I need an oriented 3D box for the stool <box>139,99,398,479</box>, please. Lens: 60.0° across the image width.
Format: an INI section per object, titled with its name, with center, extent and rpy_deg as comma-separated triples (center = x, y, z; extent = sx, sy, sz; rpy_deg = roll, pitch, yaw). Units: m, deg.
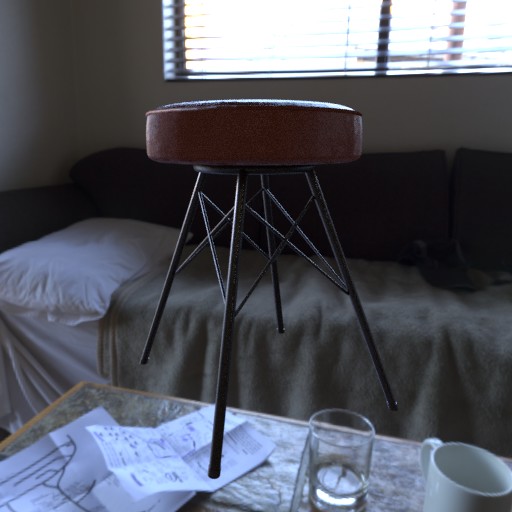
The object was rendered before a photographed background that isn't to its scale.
[stool]
center = 0.000, 0.000, 0.927
extent = 0.421, 0.593, 0.457
rpy_deg = -7, 16, -28
